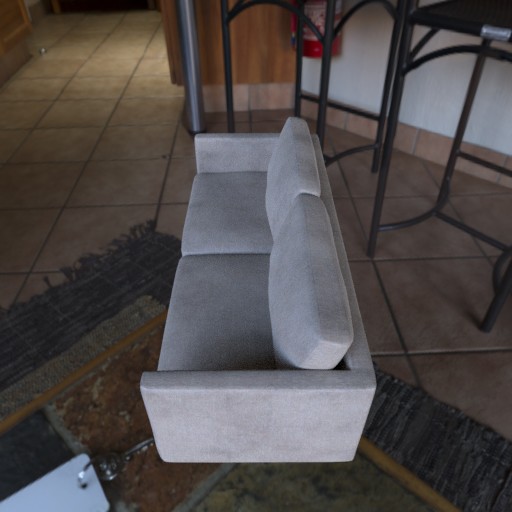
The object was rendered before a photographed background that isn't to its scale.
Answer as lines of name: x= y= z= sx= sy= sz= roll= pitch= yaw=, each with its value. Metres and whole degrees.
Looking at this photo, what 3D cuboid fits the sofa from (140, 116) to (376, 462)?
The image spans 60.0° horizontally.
sofa: x=0.000 y=0.000 z=2.694 sx=0.951 sy=0.965 sz=2.208 roll=0 pitch=41 yaw=0
